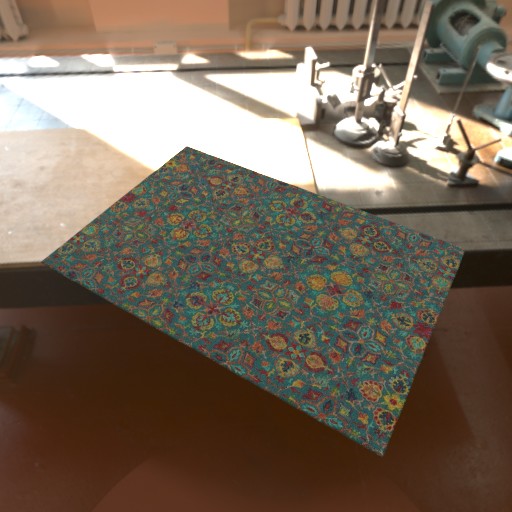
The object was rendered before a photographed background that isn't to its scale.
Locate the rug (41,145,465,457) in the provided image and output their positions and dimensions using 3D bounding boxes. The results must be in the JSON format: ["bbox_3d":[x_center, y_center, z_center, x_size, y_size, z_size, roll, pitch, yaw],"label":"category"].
[{"bbox_3d":[0.000,0.000,2.865,2.290,0.016,1.527,24,52,21],"label":"rug"}]
